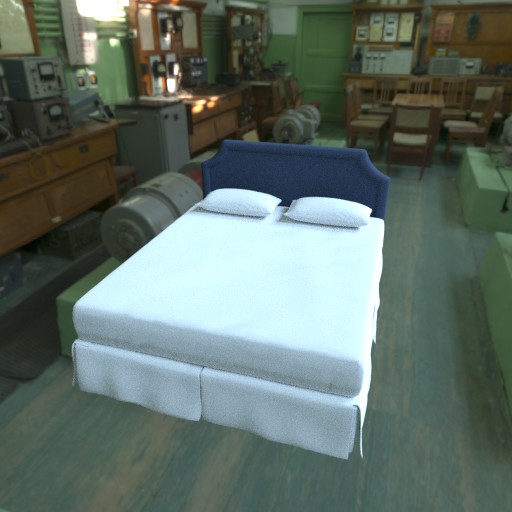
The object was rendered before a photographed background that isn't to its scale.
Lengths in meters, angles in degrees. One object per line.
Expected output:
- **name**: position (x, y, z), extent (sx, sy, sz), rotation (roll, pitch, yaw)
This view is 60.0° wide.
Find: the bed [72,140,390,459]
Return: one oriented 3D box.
- **bed**: position (0.000, 0.000, 4.137), extent (2.350, 1.488, 2.773), rotation (8, 28, 15)
